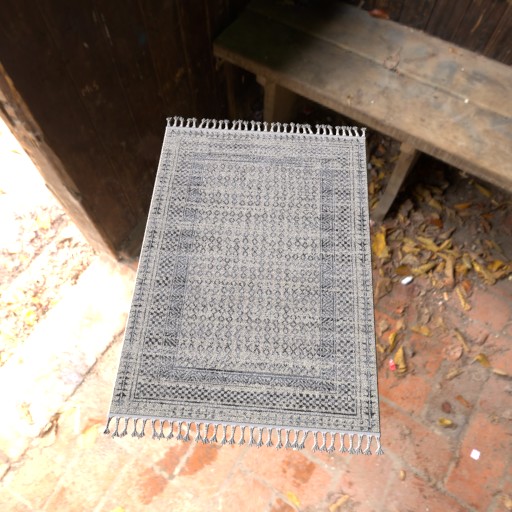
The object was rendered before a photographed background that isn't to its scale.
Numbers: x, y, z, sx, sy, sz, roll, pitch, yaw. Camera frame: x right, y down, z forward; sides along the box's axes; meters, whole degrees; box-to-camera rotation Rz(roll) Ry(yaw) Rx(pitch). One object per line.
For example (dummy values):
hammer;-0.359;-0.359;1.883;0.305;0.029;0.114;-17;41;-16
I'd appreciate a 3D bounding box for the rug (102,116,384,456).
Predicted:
rug;0.000;0.000;2.339;1.243;0.013;1.872;4;64;2
